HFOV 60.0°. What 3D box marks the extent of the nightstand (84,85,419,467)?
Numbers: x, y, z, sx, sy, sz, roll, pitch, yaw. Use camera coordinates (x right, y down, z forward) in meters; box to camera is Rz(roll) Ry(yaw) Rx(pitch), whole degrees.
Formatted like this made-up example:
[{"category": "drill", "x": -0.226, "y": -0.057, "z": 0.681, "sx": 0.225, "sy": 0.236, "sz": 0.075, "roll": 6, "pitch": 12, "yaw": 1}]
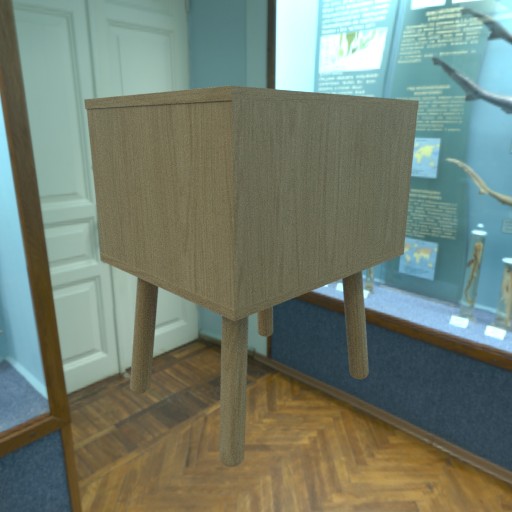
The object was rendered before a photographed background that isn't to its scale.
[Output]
[{"category": "nightstand", "x": 0.000, "y": 0.000, "z": 0.859, "sx": 0.450, "sy": 0.571, "sz": 0.380, "roll": -15, "pitch": 22, "yaw": -42}]
